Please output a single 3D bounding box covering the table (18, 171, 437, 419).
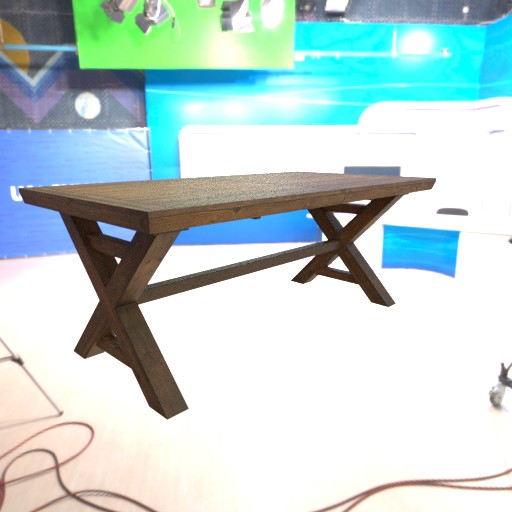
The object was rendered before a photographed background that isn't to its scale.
[{"bbox_3d":[0.000,0.000,2.407,1.071,0.793,1.966,13,19,43],"label":"table"}]
